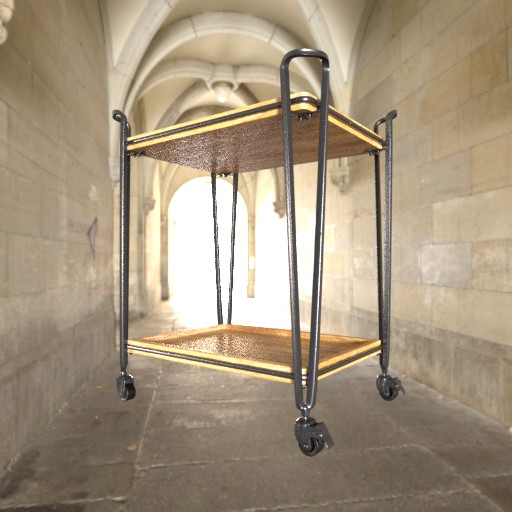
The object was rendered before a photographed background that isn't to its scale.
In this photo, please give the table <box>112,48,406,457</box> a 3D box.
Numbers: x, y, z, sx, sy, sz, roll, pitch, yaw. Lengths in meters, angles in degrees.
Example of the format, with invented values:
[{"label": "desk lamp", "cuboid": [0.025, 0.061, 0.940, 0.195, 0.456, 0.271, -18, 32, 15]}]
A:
[{"label": "table", "cuboid": [0.000, 0.000, 1.214, 0.672, 0.785, 0.505, -1, -1, 37]}]
